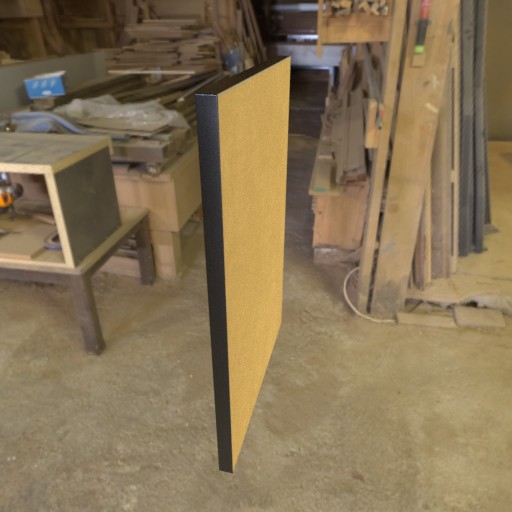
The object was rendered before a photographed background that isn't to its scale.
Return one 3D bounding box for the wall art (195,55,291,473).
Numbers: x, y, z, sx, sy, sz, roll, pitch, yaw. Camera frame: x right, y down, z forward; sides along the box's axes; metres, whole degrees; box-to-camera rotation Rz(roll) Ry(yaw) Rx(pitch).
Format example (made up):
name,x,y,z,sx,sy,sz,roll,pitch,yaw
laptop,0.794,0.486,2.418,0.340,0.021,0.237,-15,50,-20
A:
name,x,y,z,sx,sy,sz,roll,pitch,yaw
wall art,0.000,0.000,0.582,0.019,0.455,0.314,7,30,12
